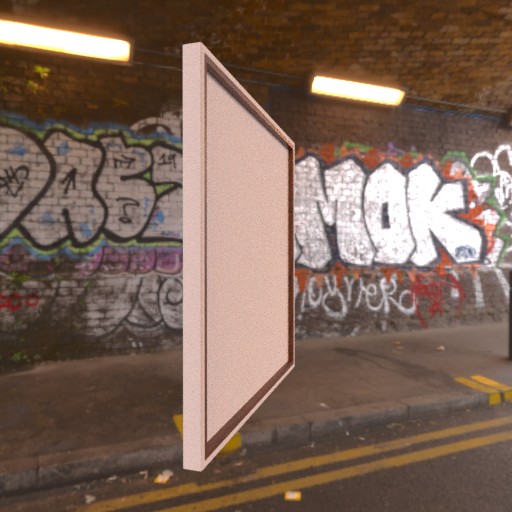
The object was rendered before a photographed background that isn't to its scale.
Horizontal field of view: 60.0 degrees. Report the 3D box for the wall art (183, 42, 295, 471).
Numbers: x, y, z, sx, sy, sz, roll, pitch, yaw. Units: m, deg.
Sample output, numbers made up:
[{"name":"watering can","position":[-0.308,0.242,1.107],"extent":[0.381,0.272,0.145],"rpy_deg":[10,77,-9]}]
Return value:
[{"name":"wall art","position":[0.000,0.000,1.527],"extent":[0.049,1.009,1.009],"rpy_deg":[0,0,17]}]
